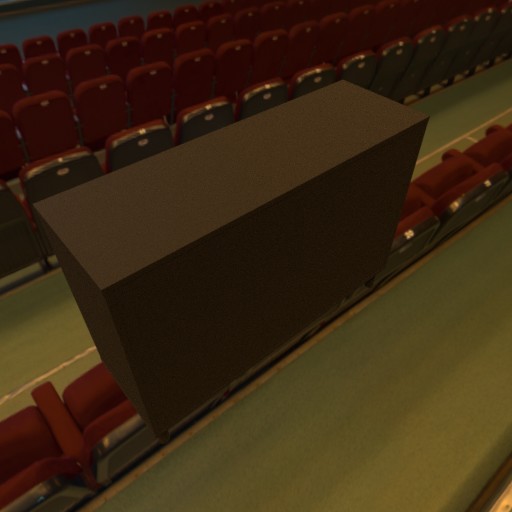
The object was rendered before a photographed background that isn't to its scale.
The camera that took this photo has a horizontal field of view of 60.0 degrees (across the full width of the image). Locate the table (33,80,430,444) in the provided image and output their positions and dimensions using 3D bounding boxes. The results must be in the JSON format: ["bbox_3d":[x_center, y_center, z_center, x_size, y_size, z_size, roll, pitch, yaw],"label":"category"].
[{"bbox_3d":[0.000,0.000,1.622,1.200,0.855,0.400,-31,52,-28],"label":"table"}]
